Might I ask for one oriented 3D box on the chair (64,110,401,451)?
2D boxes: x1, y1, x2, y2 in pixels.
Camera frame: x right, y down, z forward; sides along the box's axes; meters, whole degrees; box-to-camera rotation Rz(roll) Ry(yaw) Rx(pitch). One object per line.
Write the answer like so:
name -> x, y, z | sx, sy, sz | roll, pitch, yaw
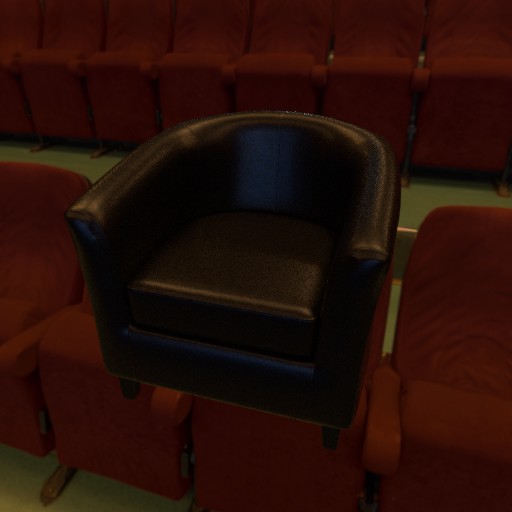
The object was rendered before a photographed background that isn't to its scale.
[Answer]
chair -> 0.000, 0.000, 1.382 | 0.793, 0.756, 0.727 | 8, 30, 15
